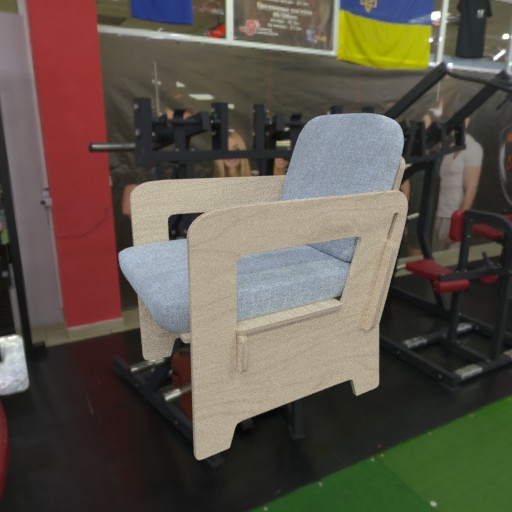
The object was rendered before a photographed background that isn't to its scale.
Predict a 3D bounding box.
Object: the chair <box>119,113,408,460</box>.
[{"bbox_3d":[0.000,0.000,1.295,0.710,0.800,0.590,-8,18,-25],"label":"chair"}]
